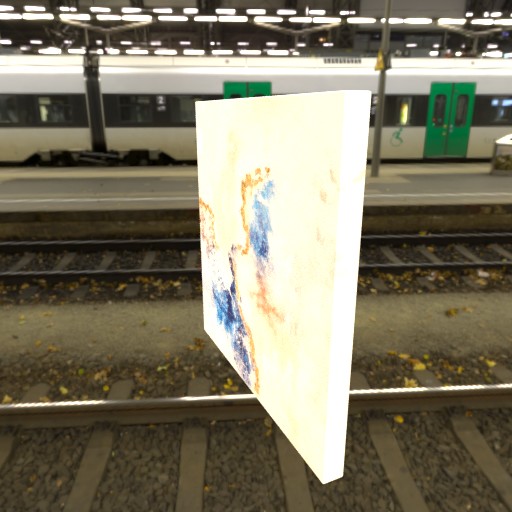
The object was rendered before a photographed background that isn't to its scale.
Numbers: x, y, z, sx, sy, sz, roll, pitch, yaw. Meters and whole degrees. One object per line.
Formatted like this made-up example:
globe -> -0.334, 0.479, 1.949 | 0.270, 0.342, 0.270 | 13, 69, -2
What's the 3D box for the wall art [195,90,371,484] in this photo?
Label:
wall art -> 0.000, 0.000, 1.581 | 0.071, 1.061, 1.061 | -8, 19, -24
